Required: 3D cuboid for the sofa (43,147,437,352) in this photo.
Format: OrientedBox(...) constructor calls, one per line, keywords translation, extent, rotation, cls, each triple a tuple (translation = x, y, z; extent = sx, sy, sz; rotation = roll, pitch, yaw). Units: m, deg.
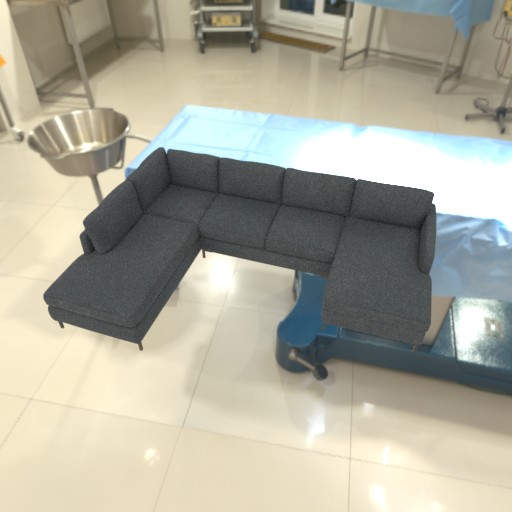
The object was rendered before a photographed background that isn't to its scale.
OrientedBox(translation=(0.000, 0.000, 3.873), extent=(2.956, 0.813, 2.007), rotation=(12, 43, 13), cls="sofa")
